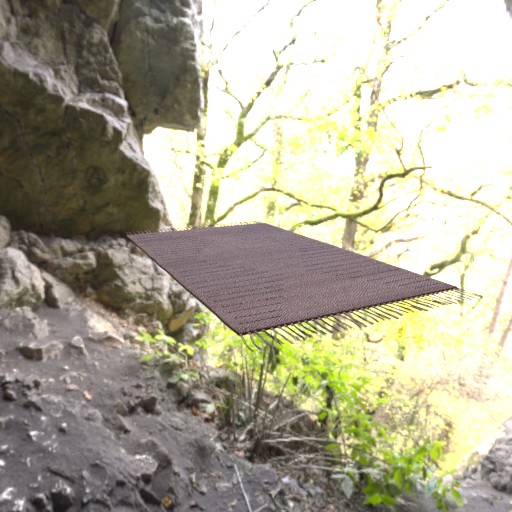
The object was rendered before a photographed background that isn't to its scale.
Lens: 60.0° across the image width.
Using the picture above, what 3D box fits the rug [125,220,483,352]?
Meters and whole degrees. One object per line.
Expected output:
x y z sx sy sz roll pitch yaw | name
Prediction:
0.000 0.000 2.054 0.905 0.017 1.718 -7 16 -27 | rug
